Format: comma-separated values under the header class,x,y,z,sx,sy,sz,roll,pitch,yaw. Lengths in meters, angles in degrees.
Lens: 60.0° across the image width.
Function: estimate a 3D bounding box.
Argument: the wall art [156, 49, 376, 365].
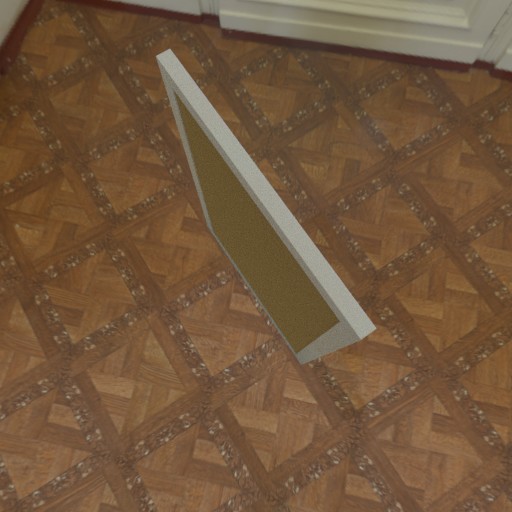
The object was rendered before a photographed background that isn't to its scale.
class,x,y,z,sx,sy,sz,roll,pitch,yaw
wall art,0.000,0.000,1.469,0.038,1.143,0.764,-33,77,-9
